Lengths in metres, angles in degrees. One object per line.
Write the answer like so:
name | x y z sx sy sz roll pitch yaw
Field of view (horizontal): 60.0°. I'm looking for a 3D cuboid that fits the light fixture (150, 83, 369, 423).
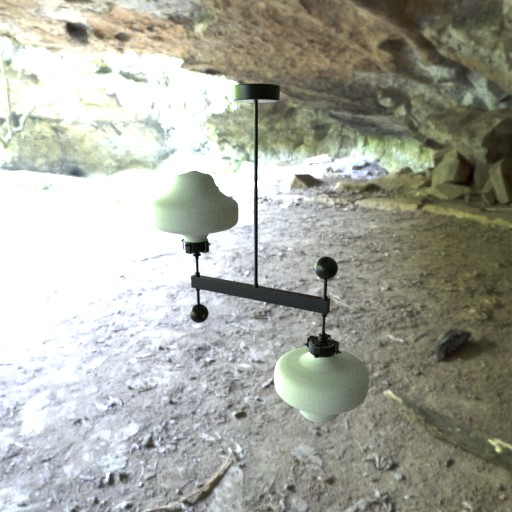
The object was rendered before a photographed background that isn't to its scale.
light fixture | 0.000 0.000 1.033 0.489 0.743 0.422 -2 16 -8
